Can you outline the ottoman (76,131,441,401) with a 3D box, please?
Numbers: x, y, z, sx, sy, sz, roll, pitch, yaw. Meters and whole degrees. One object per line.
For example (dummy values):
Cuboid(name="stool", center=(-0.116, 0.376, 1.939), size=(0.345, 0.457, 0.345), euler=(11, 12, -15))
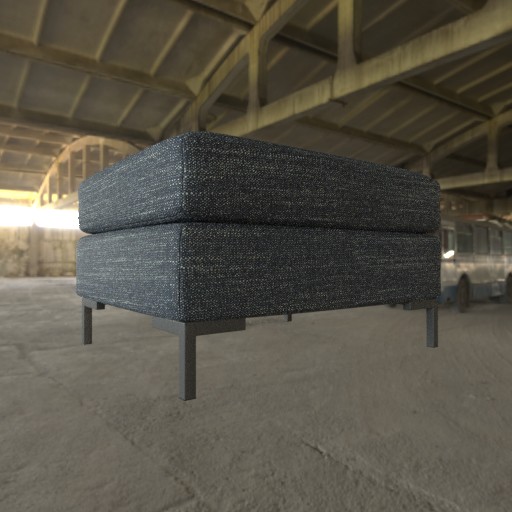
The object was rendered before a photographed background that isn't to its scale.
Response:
Cuboid(name="ottoman", center=(0.000, 0.000, 1.223), size=(0.814, 0.491, 0.667), euler=(0, 0, -36))
